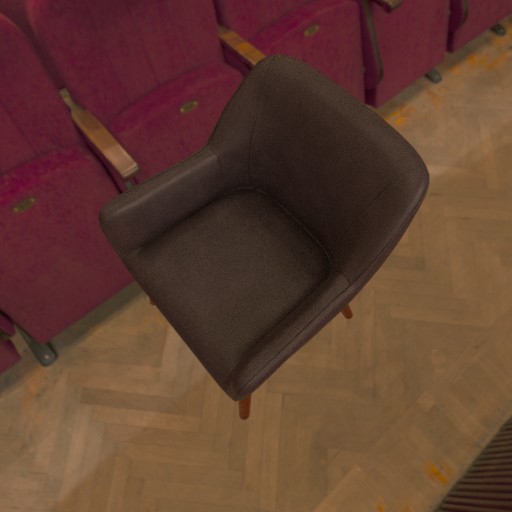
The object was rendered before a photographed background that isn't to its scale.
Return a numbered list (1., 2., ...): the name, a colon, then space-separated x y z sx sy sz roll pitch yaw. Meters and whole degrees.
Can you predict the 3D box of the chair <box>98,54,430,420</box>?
1. chair: 0.000 0.000 1.277 0.610 0.828 0.610 -37 68 -17
